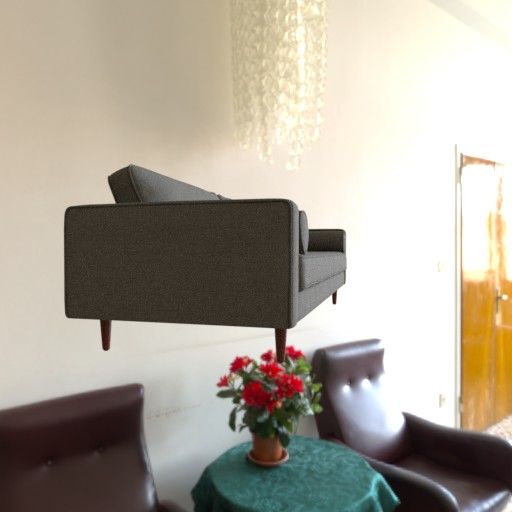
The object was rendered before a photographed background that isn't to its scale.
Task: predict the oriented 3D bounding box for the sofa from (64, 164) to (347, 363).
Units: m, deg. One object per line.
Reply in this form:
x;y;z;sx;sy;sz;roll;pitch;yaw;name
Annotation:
0.000;0.000;2.613;0.914;0.762;2.198;0;1;16;sofa
